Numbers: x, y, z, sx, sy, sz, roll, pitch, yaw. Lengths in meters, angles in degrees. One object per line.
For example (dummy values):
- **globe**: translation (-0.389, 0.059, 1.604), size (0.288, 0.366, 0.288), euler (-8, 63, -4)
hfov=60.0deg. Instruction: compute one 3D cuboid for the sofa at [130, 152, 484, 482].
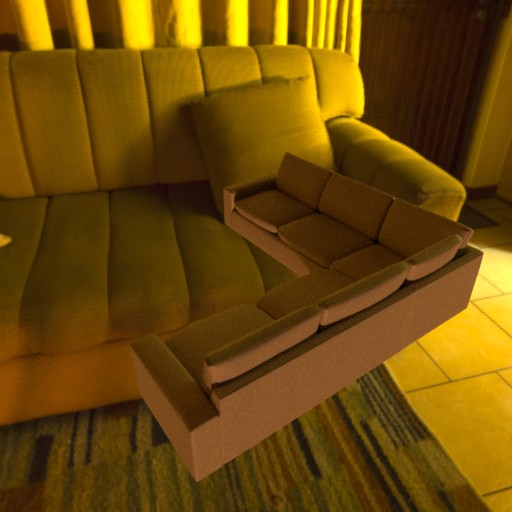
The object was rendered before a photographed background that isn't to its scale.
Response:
- **sofa**: translation (0.000, 0.000, 3.925), size (2.742, 0.800, 2.622), euler (-21, 37, -30)
